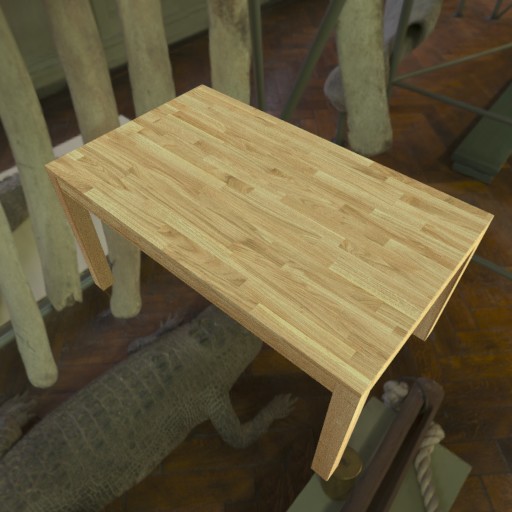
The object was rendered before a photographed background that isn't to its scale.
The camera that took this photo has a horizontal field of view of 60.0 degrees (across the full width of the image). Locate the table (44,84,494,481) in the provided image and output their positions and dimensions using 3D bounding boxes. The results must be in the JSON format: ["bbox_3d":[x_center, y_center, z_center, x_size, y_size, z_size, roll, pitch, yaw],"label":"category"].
[{"bbox_3d":[0.000,0.000,1.988,1.500,0.770,0.900,33,56,26],"label":"table"}]
